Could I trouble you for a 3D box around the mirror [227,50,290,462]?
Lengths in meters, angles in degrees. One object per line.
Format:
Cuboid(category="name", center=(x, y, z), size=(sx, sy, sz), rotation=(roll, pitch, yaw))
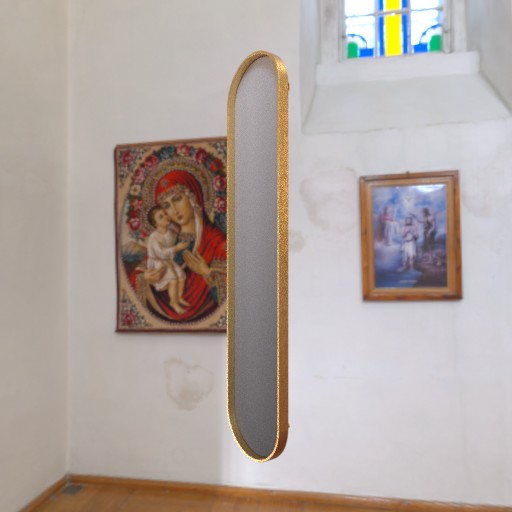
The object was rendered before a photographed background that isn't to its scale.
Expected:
Cuboid(category="mirror", center=(0.000, 0.000, 1.092), size=(0.032, 0.991, 0.222), rotation=(0, 0, -35))
